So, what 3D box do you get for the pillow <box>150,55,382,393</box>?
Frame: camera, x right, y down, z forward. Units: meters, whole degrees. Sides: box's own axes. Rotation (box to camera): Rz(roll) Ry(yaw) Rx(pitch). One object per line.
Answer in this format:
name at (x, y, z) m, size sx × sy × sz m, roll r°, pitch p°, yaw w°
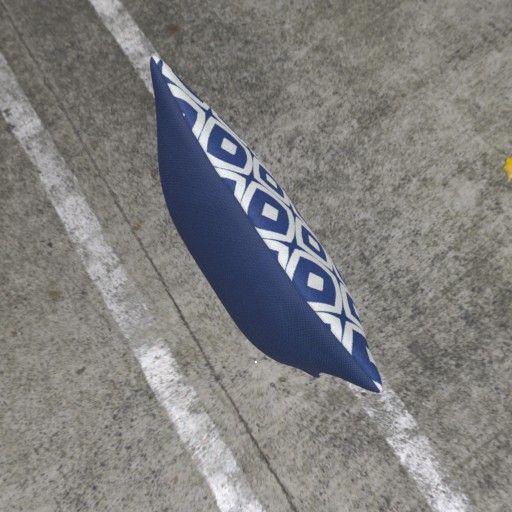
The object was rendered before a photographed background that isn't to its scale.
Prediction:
pillow at (0.000, 0.000, 0.771) m, size 0.188 × 0.494 × 0.504 m, roll -32°, pitch 79°, yaw -7°
